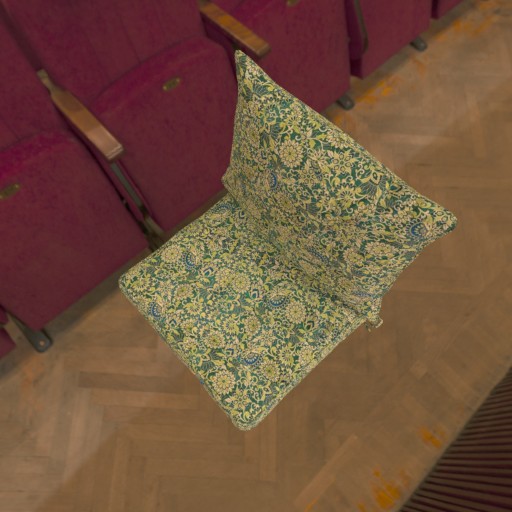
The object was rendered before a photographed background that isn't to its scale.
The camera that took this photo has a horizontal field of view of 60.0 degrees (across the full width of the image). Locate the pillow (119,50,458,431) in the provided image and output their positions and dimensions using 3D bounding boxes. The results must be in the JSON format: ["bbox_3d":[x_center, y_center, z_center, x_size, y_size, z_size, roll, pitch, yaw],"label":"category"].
[{"bbox_3d":[0.000,0.000,1.365,0.740,0.722,0.798,-40,71,-17],"label":"pillow"}]
